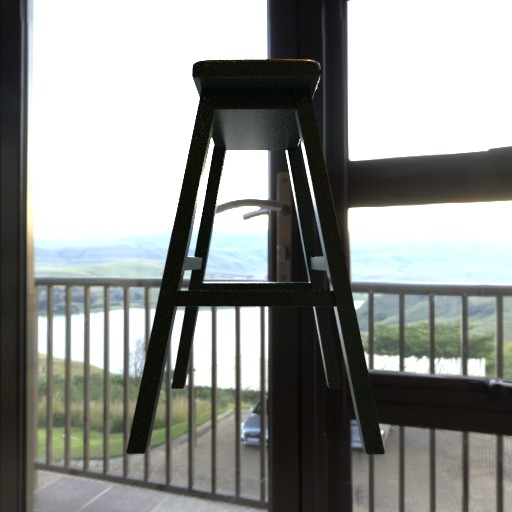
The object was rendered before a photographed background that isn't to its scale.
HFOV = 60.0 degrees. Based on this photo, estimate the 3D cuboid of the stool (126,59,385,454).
[{"bbox_3d":[0.000,0.000,1.050,0.476,0.737,0.457,0,-1,0],"label":"stool"}]
